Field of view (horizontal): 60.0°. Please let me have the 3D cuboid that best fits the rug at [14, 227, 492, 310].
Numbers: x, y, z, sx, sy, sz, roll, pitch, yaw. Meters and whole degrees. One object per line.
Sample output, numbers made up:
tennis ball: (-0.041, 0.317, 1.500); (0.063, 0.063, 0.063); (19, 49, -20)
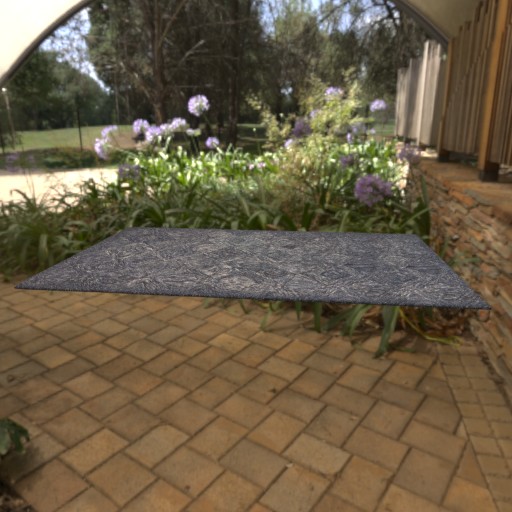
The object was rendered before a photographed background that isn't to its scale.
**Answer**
rug: (0.000, 0.000, 2.145); (1.754, 0.010, 1.139); (2, 16, 7)
